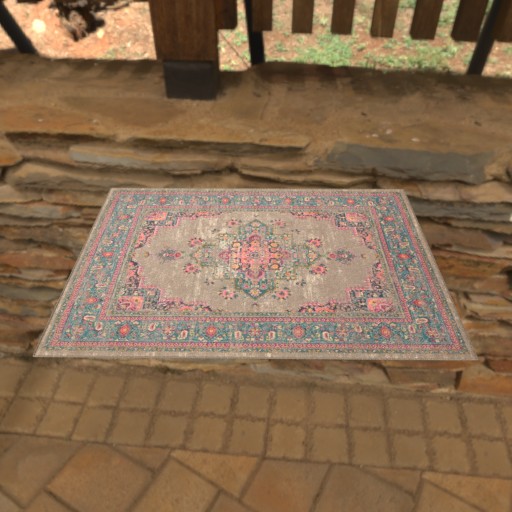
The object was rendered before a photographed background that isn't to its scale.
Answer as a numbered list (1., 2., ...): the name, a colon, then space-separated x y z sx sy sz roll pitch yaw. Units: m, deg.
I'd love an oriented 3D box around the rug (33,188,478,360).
1. rug: 0.000 0.000 3.617 2.890 0.013 2.005 0 41 0
